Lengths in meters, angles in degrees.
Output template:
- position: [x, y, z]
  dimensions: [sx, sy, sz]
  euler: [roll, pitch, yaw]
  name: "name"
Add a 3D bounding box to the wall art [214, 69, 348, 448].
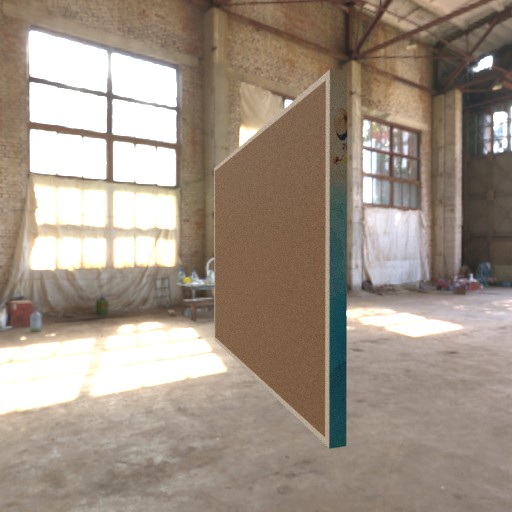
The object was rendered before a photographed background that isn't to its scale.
- position: [0.000, 0.000, 1.443]
  dimensions: [0.040, 0.769, 1.136]
  euler: [0, 1, -17]
  name: "wall art"
